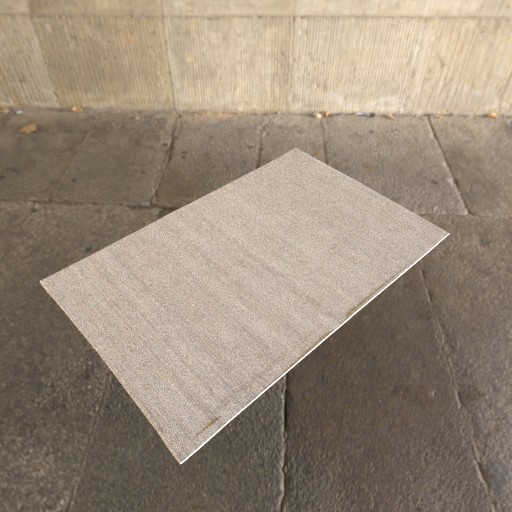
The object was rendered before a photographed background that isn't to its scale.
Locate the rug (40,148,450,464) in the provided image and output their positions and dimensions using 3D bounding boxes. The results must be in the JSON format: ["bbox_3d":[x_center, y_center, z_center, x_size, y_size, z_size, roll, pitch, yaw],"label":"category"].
[{"bbox_3d":[0.000,0.000,2.309,1.820,0.022,1.179,-33,54,-28],"label":"rug"}]
